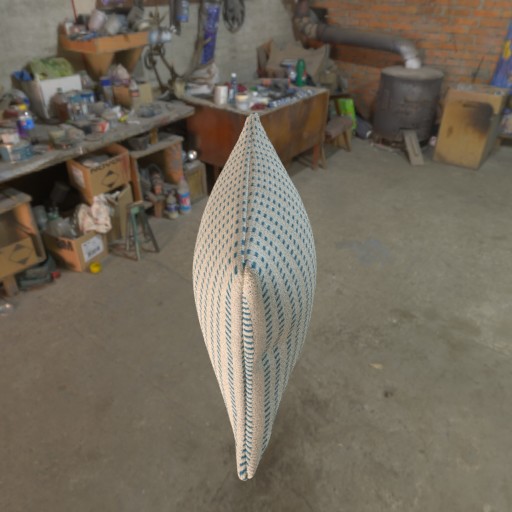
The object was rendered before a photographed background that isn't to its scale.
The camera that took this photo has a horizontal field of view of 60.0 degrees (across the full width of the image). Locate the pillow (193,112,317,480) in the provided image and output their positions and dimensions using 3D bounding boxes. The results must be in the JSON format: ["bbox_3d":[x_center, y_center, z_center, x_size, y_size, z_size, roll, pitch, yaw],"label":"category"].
[{"bbox_3d":[0.000,0.000,0.797,0.210,0.353,0.640,0,32,0],"label":"pillow"}]
